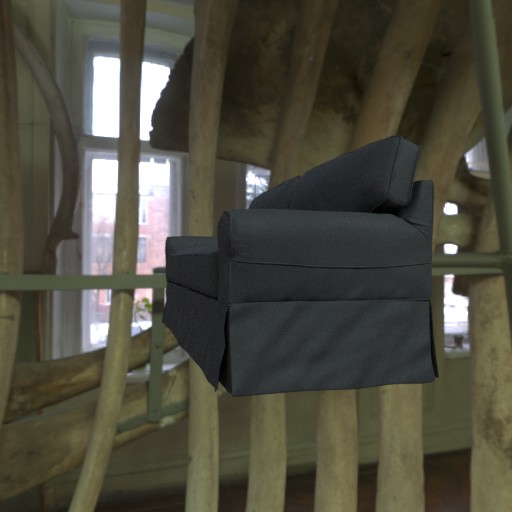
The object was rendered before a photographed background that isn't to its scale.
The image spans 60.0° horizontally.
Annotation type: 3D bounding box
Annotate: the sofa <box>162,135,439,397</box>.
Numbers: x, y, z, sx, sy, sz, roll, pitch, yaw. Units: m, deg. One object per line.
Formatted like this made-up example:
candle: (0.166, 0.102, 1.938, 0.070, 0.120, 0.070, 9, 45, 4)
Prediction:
sofa: (0.000, 0.000, 2.829, 0.983, 1.094, 2.256, 0, -1, -18)
